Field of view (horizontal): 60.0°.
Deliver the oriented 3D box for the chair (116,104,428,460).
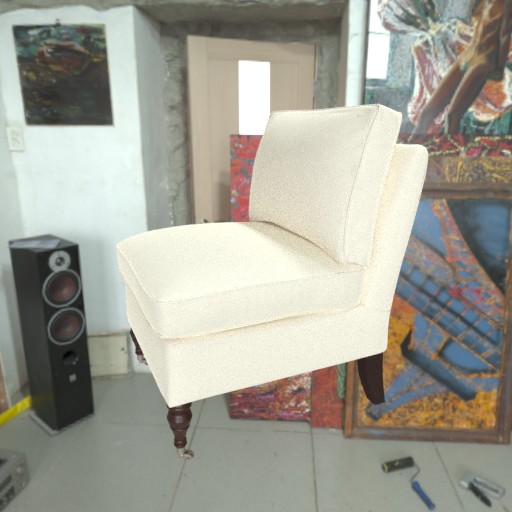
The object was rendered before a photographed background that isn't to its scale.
[{"bbox_3d":[0.000,0.000,1.389,0.781,0.887,0.630,-7,18,-24],"label":"chair"}]
